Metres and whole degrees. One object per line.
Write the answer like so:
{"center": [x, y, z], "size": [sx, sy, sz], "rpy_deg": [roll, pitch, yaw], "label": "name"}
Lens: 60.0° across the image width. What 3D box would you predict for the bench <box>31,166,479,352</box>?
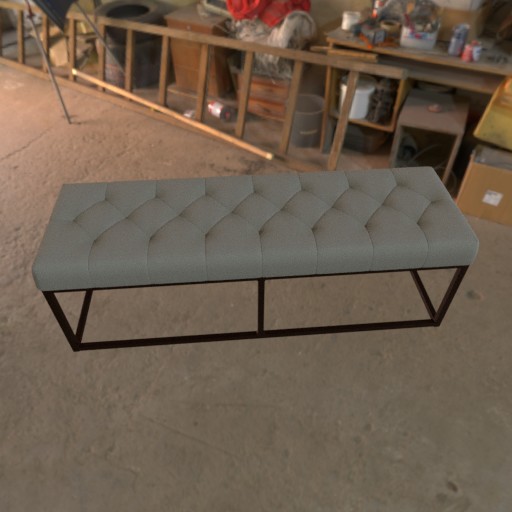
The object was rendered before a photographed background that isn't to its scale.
{"center": [0.000, 0.000, 1.748], "size": [1.488, 0.488, 0.479], "rpy_deg": [-3, 45, -3], "label": "bench"}
